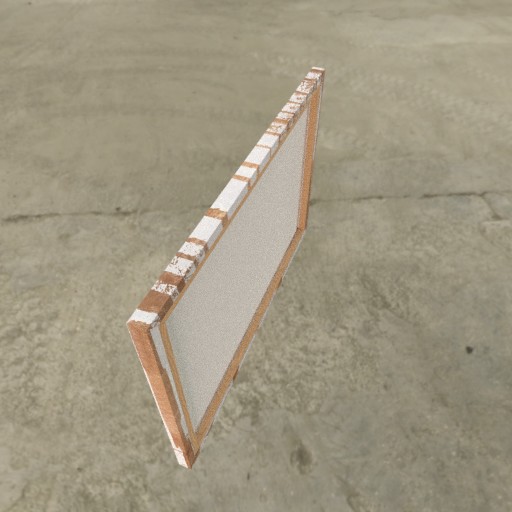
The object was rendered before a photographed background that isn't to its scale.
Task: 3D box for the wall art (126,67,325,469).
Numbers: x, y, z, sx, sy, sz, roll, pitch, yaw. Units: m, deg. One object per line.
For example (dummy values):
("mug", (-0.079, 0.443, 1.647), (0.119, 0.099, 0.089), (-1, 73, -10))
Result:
("wall art", (0.000, 0.000, 1.151), (0.035, 0.609, 0.914), (17, 49, 15))
